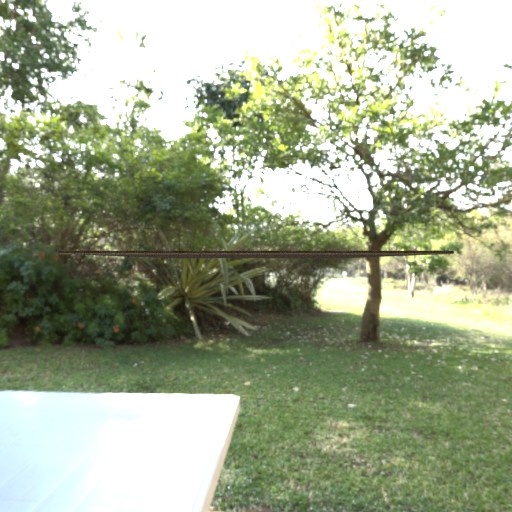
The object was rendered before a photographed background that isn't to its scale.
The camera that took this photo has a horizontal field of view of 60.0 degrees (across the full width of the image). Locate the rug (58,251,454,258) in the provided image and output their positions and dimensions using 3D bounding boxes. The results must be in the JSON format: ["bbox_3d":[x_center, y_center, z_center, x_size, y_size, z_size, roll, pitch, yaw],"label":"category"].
[{"bbox_3d":[0.000,0.000,2.272,1.219,0.011,1.829,0,-1,0],"label":"rug"}]
